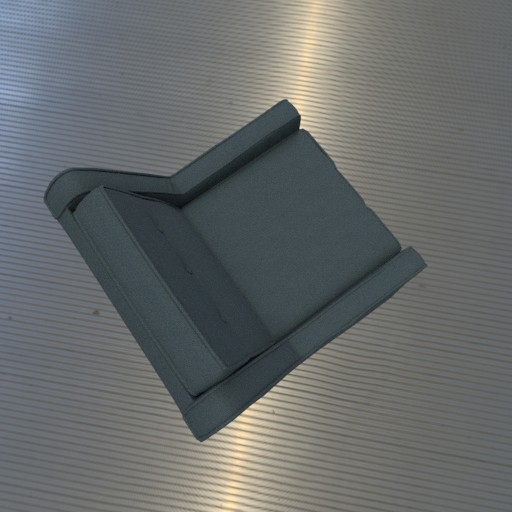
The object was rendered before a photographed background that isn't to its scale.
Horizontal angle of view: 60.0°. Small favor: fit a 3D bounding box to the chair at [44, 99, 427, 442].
[{"bbox_3d":[0.000,0.000,1.308,0.733,0.780,0.663,-35,78,-9],"label":"chair"}]
